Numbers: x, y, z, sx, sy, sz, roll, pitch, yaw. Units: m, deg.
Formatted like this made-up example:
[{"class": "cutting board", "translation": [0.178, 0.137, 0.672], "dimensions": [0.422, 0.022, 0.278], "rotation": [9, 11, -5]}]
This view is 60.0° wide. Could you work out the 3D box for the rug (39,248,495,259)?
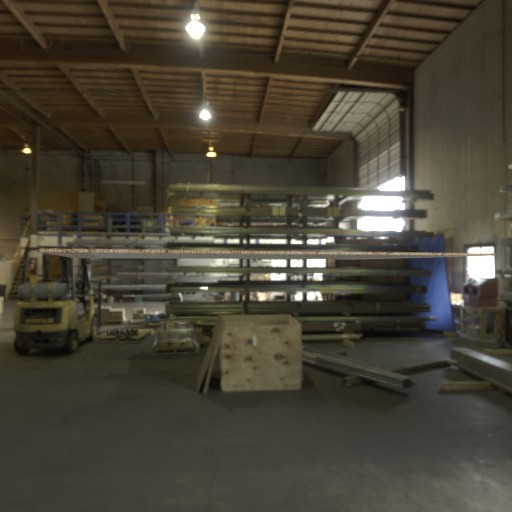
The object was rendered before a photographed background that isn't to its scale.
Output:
[{"class": "rug", "translation": [0.000, 0.000, 2.833], "dimensions": [2.292, 0.014, 1.528], "rotation": [0, -1, -17]}]
